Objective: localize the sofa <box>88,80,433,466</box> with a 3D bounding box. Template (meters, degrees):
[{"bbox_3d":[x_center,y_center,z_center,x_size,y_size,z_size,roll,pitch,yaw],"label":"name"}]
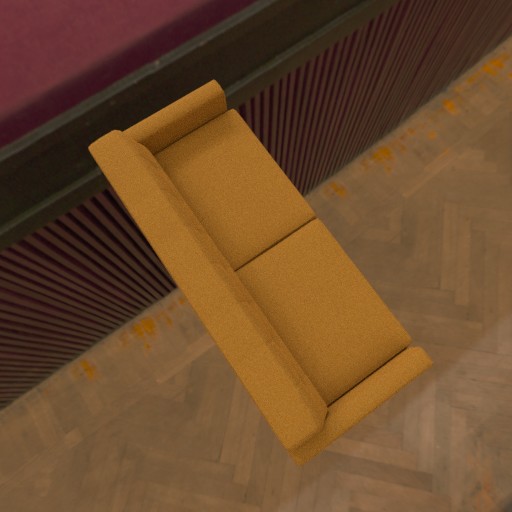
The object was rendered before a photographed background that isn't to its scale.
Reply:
[{"bbox_3d":[0.000,0.000,2.537,0.909,0.841,2.029,-34,78,-8],"label":"sofa"}]
